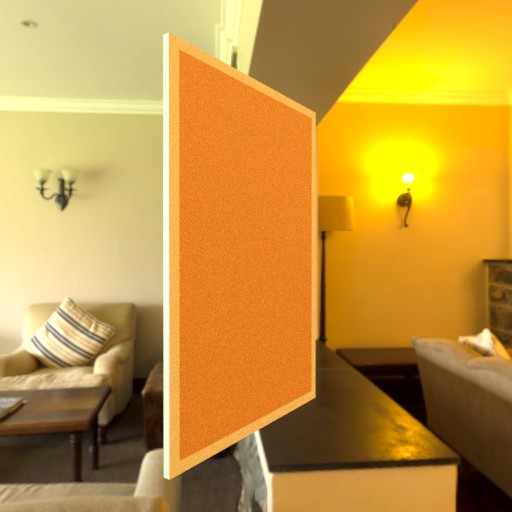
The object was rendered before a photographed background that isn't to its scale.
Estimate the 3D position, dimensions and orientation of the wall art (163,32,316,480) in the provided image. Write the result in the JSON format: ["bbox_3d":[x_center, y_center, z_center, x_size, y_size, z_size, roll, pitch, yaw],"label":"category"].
[{"bbox_3d":[0.000,0.000,0.839,0.013,0.656,0.456,0,0,35],"label":"wall art"}]
